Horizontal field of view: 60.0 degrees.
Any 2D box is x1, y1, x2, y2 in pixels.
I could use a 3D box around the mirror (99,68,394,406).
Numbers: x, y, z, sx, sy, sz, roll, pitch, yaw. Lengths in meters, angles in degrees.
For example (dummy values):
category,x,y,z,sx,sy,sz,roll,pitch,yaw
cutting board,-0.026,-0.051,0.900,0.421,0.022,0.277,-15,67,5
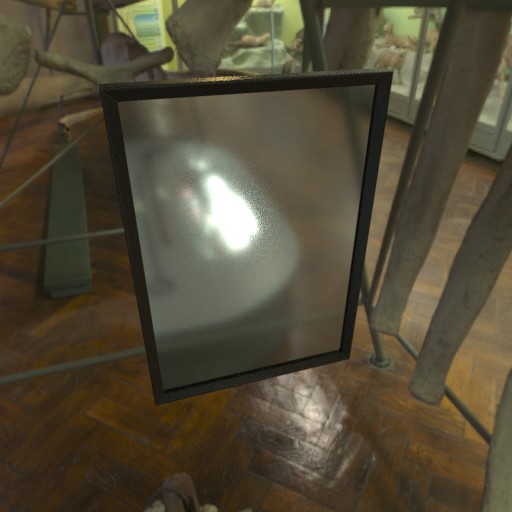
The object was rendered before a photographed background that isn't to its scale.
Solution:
category,x,y,z,sx,sy,sz,roll,pitch,yaw
mirror,0.000,0.000,0.933,0.507,0.710,0.039,-9,33,-15
